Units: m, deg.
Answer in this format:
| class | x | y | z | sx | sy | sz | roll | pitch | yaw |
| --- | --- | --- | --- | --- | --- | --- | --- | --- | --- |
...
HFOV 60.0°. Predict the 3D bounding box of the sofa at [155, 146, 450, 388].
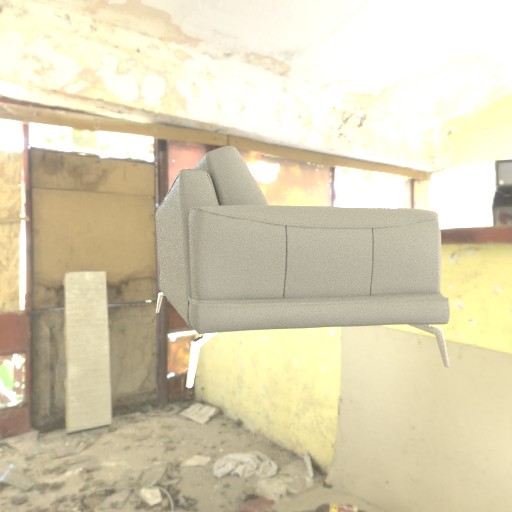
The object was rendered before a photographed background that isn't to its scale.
| class | x | y | z | sx | sy | sz | roll | pitch | yaw |
| --- | --- | --- | --- | --- | --- | --- | --- | --- | --- |
| sofa | 0.000 | 0.000 | 2.721 | 1.121 | 0.930 | 2.177 | 0 | 0 | -16 |
